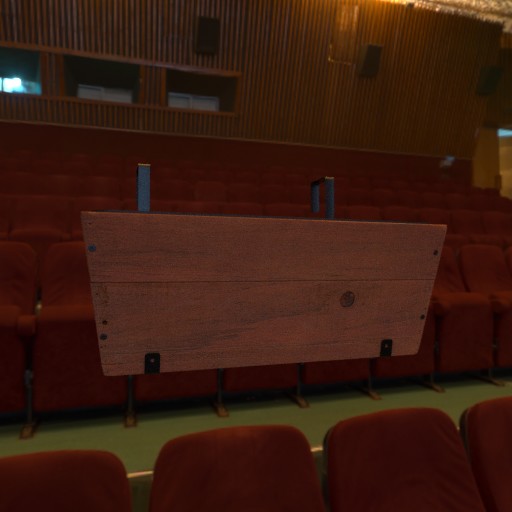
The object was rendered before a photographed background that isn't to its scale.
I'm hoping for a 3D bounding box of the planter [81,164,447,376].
[{"bbox_3d":[0.000,0.000,0.670,0.480,0.289,0.262,1,-2,-18],"label":"planter"}]
